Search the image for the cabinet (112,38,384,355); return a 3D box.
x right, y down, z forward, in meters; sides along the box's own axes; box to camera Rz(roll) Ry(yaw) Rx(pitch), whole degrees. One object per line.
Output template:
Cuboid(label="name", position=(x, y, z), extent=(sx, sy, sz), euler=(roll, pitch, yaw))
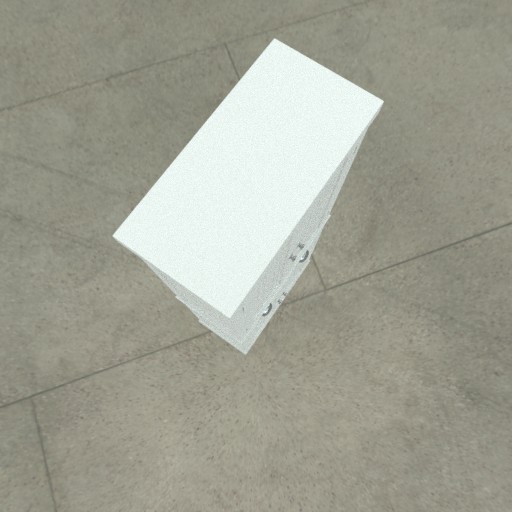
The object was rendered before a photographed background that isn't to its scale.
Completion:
Cuboid(label="cabinet", position=(0.000, 0.000, 2.089), extent=(0.390, 1.829, 0.754), euler=(34, 77, 9))
